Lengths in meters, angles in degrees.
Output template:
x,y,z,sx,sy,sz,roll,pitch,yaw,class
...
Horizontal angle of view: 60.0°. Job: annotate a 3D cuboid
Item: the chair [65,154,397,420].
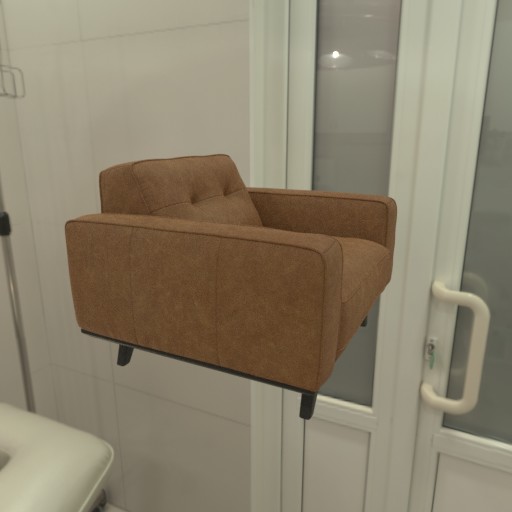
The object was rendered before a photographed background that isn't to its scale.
x,y,z,sx,sy,sz,roll,pitch,yaw,class
0.000,0.000,1.808,0.952,0.782,1.118,7,17,25,chair
